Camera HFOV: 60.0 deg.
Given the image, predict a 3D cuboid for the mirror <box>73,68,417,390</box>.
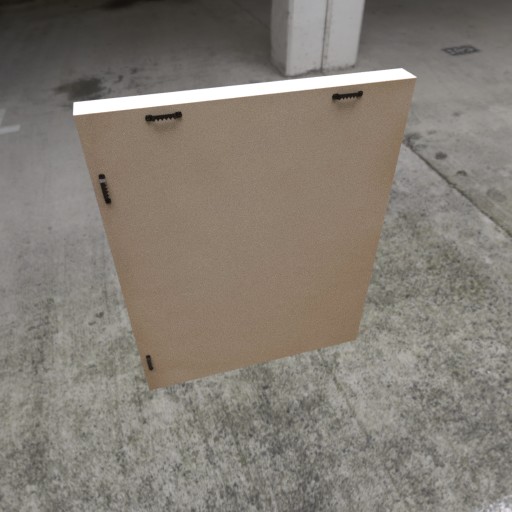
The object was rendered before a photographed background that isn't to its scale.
[{"bbox_3d":[0.000,0.000,0.679,0.405,0.508,0.041,-11,42,-12],"label":"mirror"}]
